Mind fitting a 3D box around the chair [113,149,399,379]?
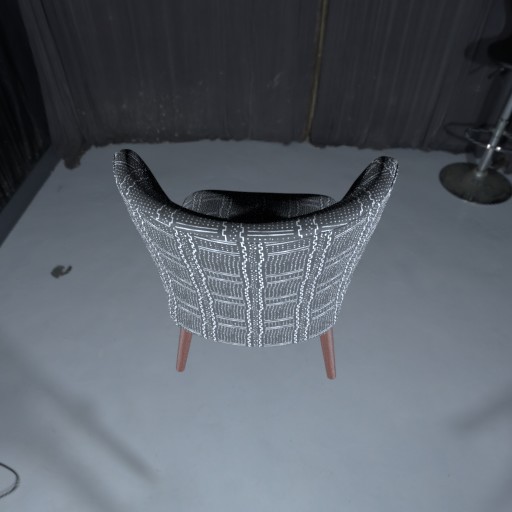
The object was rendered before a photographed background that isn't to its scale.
[{"bbox_3d":[0.000,0.000,1.415,0.710,0.866,0.758,2,45,2],"label":"chair"}]
